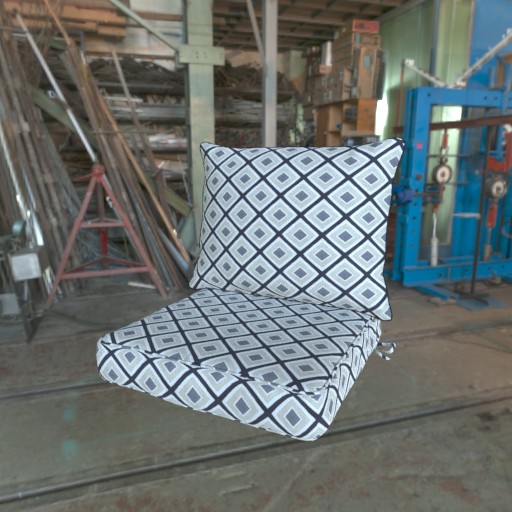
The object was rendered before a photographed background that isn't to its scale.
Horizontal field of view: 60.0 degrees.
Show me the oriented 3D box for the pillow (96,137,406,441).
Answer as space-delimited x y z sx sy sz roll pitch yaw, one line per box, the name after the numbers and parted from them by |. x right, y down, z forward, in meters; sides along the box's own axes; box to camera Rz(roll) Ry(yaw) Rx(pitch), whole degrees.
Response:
0.000 0.000 1.378 0.798 0.722 0.733 6 14 26 | pillow
